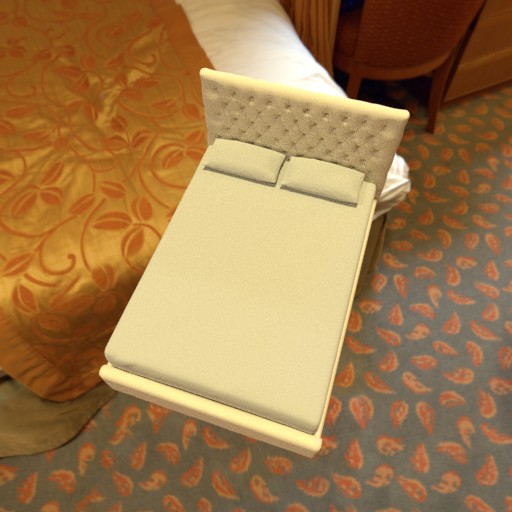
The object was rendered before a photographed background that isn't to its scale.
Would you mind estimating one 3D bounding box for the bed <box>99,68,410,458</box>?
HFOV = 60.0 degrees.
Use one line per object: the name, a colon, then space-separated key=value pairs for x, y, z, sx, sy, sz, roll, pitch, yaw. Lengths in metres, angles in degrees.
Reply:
bed: x=0.000 y=0.000 z=3.487 sx=1.698 sy=1.427 sz=2.387 roll=16 pitch=60 yaw=9
